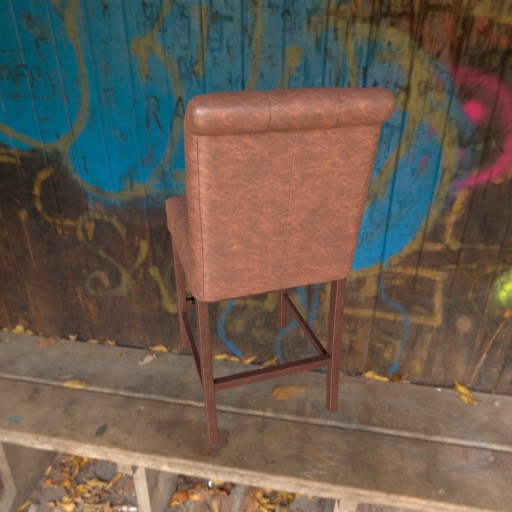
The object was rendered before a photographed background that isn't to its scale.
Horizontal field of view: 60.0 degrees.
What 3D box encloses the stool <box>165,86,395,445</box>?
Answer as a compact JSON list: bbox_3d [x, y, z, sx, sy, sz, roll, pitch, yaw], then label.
[{"bbox_3d":[0.000,0.000,1.429,0.486,1.084,0.660,-8,29,-16],"label":"stool"}]
